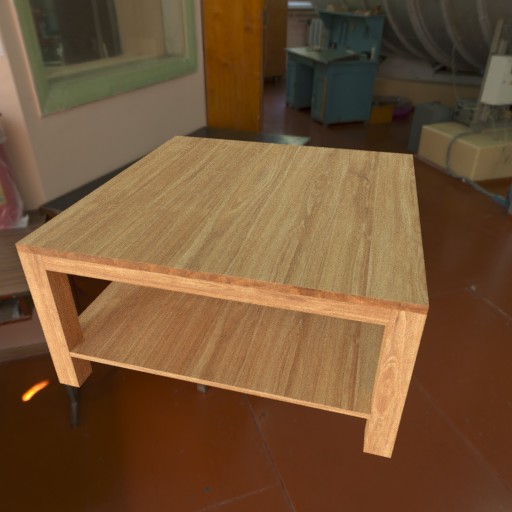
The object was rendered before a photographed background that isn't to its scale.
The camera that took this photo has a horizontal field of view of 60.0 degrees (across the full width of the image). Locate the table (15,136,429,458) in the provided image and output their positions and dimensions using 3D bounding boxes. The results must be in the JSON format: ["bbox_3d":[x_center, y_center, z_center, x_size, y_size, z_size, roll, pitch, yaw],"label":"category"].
[{"bbox_3d":[0.000,0.000,1.402,0.900,0.450,0.900,8,32,13],"label":"table"}]
